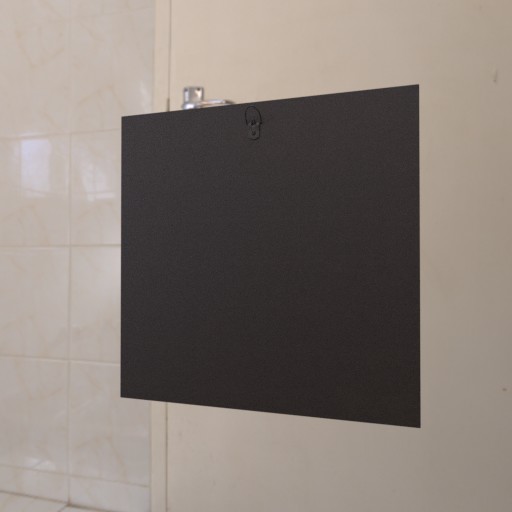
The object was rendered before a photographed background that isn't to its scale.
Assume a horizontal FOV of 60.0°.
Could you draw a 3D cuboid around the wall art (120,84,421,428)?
[{"bbox_3d":[0.000,0.000,0.503,0.349,0.349,0.038,0,-1,17],"label":"wall art"}]
